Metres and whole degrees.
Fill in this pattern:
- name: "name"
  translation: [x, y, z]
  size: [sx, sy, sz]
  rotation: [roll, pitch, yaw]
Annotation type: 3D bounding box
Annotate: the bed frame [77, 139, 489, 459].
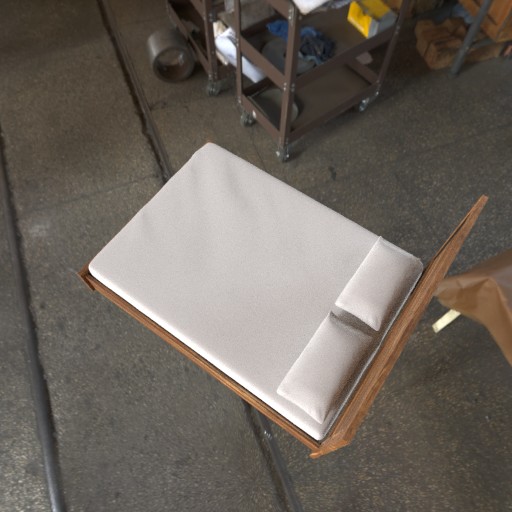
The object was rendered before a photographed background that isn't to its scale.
- name: "bed frame"
  translation: [0.000, 0.000, 3.309]
  size: [2.276, 1.417, 1.696]
  rotation: [32, 67, 15]
